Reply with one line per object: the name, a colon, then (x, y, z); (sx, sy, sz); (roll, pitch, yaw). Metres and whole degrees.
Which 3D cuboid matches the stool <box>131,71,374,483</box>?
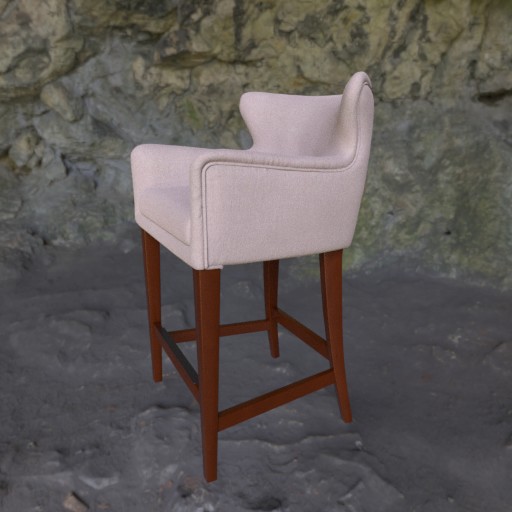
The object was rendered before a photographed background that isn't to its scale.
stool: (0.000, 0.000, 1.290); (0.570, 0.951, 0.601); (-8, 17, -26)
